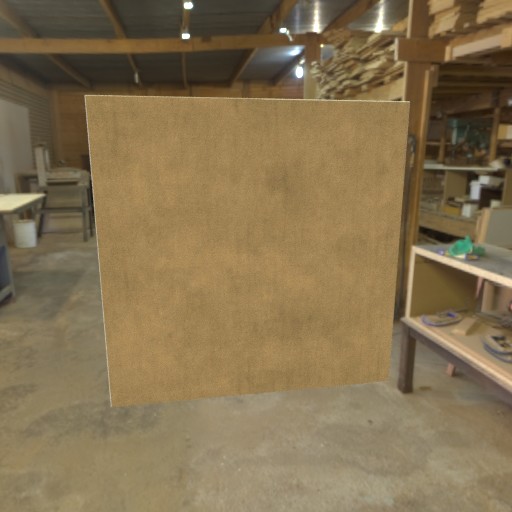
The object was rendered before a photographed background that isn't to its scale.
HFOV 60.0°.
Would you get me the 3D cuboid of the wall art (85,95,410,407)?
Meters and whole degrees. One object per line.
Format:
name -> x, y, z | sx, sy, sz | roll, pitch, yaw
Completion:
wall art -> 0.000, 0.000, 0.677 | 0.455, 0.453, 0.023 | -2, 14, -10
